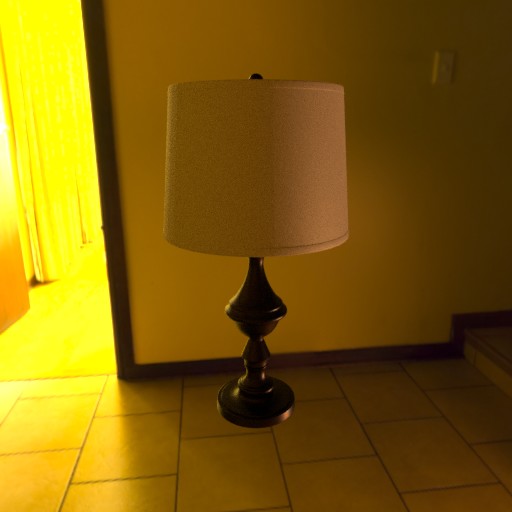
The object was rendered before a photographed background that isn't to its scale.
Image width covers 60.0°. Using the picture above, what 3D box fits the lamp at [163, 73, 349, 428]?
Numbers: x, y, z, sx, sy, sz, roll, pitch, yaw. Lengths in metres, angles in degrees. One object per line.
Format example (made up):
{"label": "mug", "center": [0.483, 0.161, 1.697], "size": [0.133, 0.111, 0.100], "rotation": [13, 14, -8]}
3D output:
{"label": "lamp", "center": [0.000, 0.000, 0.948], "size": [0.383, 0.726, 0.383], "rotation": [0, 16, 0]}
